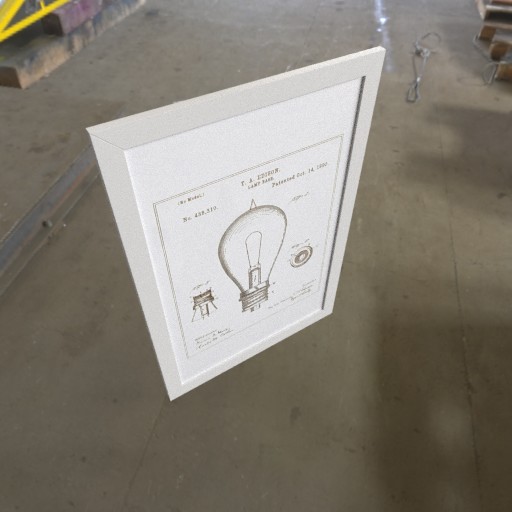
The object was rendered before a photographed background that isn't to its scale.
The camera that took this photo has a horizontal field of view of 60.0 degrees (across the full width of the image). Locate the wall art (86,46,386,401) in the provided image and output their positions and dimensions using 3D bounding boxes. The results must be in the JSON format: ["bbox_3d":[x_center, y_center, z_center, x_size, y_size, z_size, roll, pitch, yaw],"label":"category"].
[{"bbox_3d":[0.000,0.000,0.593,0.325,0.474,0.010,-24,51,-22],"label":"wall art"}]
